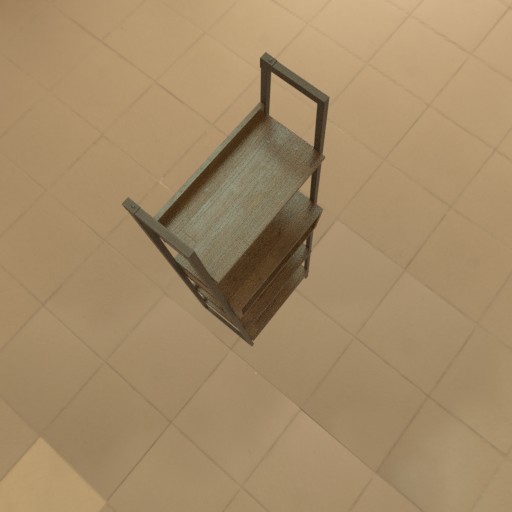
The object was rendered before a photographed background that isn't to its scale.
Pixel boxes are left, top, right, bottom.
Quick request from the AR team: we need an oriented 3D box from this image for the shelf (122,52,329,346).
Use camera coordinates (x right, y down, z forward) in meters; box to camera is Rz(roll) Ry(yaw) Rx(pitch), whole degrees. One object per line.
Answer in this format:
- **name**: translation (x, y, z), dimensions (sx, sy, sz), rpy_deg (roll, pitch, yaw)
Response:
- **shelf**: translation (0.000, 0.000, 2.249), dimensions (0.454, 2.005, 0.652), rpy_deg (38, 78, 9)
